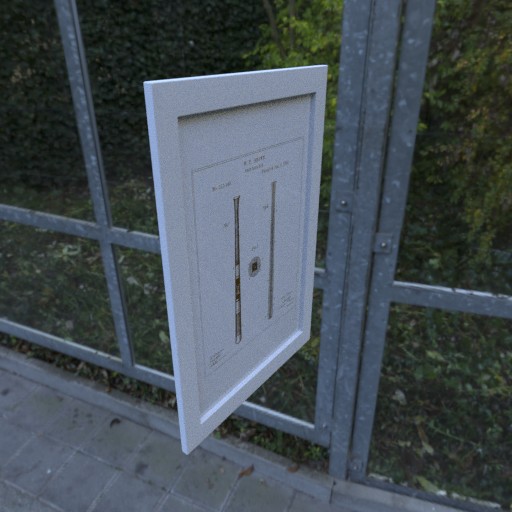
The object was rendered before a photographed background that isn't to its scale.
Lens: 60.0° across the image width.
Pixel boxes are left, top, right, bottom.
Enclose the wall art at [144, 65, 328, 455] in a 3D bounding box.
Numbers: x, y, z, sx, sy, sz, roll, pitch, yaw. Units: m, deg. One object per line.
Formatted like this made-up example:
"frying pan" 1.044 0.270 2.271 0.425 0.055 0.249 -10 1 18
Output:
"wall art" 0.000 0.000 0.626 0.011 0.482 0.329 18 32 33
